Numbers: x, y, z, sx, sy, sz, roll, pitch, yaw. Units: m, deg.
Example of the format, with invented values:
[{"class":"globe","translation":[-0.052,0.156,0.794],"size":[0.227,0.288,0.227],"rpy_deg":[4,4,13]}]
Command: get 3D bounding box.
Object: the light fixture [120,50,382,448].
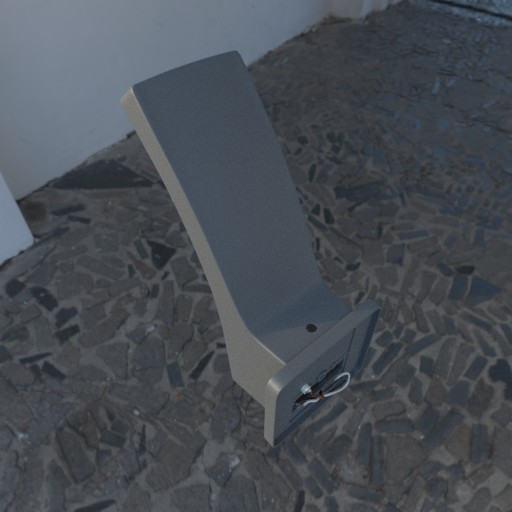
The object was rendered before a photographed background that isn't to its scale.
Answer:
[{"class":"light fixture","translation":[0.000,0.000,0.330],"size":[0.108,0.243,0.174],"rpy_deg":[-32,54,-27]}]
